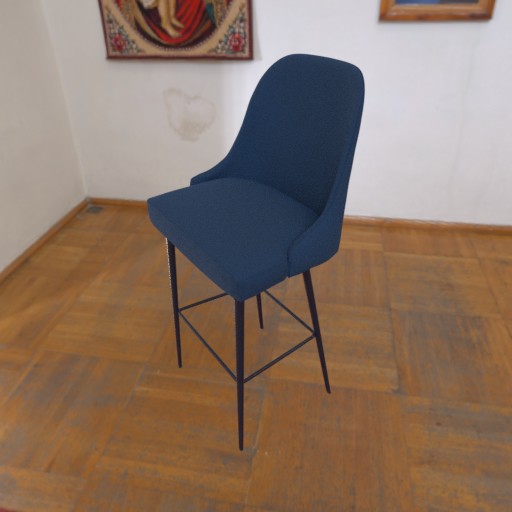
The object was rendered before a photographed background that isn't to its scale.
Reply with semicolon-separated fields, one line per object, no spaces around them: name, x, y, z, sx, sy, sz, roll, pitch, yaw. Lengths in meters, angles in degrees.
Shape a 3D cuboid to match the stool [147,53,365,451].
stool;0.000;0.000;1.360;0.489;1.079;0.527;-21;39;-29
